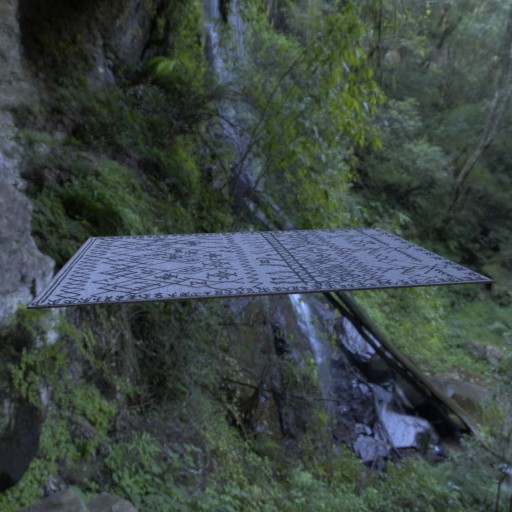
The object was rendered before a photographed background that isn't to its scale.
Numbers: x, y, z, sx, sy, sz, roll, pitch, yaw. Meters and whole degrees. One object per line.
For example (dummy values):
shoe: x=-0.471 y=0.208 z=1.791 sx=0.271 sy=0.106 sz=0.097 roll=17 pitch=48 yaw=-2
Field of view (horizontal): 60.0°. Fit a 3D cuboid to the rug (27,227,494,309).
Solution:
rug: x=0.000 y=0.000 z=3.005 sx=2.444 sy=0.012 sz=1.526 roll=-2 pitch=15 yaw=-9
